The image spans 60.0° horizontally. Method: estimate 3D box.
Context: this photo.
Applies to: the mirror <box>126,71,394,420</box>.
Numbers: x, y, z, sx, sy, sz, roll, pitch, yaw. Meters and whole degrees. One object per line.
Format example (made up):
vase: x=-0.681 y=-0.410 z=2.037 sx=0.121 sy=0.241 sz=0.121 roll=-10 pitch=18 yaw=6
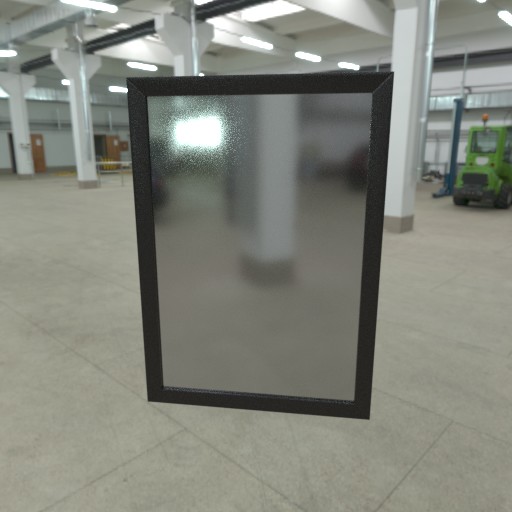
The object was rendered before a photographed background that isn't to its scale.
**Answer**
mirror: x=0.000 y=0.000 z=0.935 sx=0.507 sy=0.710 sz=0.040 roll=2 pitch=14 yaw=8
